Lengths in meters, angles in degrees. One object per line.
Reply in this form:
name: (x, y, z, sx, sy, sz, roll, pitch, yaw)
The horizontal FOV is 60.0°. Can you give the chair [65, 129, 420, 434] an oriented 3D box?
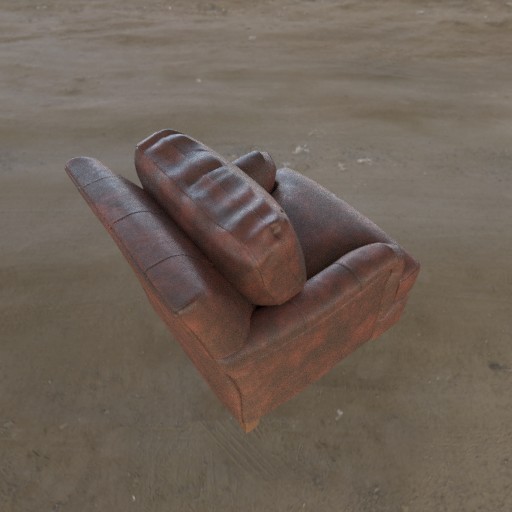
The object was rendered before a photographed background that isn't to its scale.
chair: (0.000, 0.000, 1.957, 1.156, 1.051, 0.987, -27, 50, -25)
